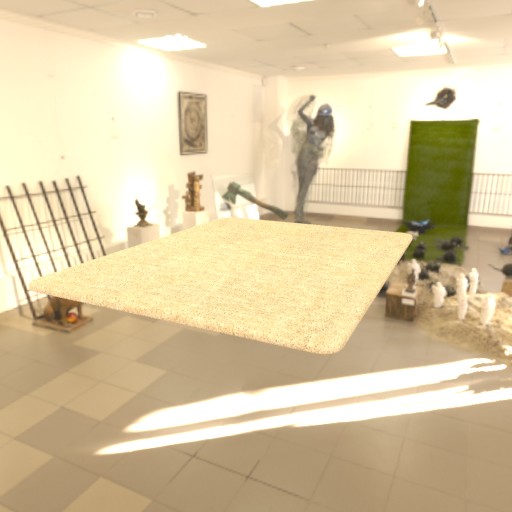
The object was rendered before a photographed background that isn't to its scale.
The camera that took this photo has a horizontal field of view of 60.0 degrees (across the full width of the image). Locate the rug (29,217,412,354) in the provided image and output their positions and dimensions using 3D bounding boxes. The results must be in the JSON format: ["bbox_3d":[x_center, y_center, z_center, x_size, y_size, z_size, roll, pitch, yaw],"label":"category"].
[{"bbox_3d":[0.000,0.000,3.419,2.009,0.048,2.528,7,17,25],"label":"rug"}]
